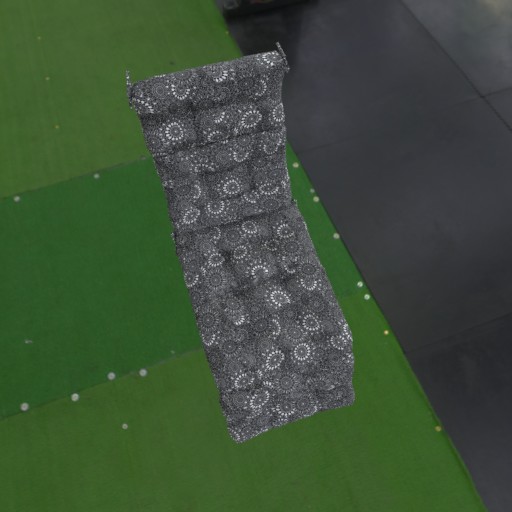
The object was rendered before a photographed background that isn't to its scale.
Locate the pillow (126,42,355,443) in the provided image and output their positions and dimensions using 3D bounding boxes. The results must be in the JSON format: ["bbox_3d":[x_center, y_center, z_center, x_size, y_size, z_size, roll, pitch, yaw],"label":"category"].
[{"bbox_3d":[0.000,0.000,1.495,0.526,0.863,1.016,-16,63,-8],"label":"pillow"}]
